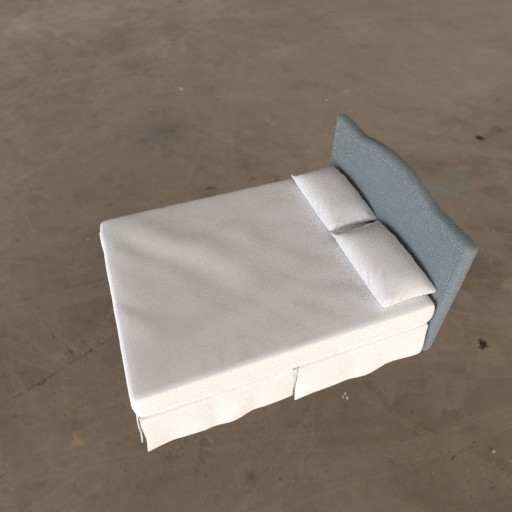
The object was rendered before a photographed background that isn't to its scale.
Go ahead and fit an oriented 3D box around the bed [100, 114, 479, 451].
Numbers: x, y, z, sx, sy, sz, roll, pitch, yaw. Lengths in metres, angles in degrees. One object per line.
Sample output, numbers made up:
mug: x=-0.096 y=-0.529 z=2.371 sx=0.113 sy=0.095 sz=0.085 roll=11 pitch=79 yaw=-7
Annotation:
bed: x=0.000 y=0.000 z=3.978 sx=2.689 sy=1.457 sz=2.161 roll=-15 pitch=48 yaw=-14
